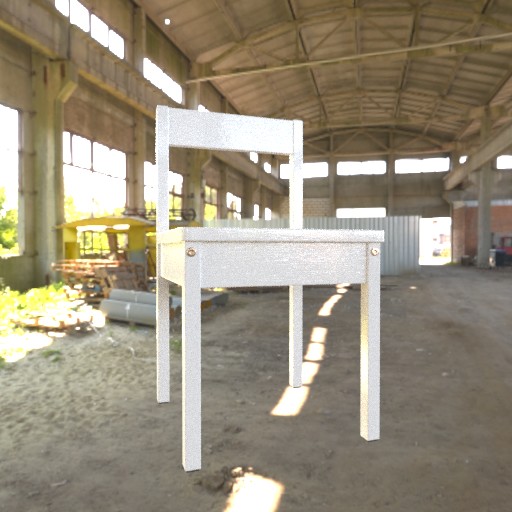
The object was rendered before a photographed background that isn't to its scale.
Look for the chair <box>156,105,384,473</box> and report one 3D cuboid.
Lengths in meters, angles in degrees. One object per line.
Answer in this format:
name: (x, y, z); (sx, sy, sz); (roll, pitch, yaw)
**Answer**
chair: (0.000, 0.000, 0.901); (0.367, 0.668, 0.361); (0, 1, -19)
